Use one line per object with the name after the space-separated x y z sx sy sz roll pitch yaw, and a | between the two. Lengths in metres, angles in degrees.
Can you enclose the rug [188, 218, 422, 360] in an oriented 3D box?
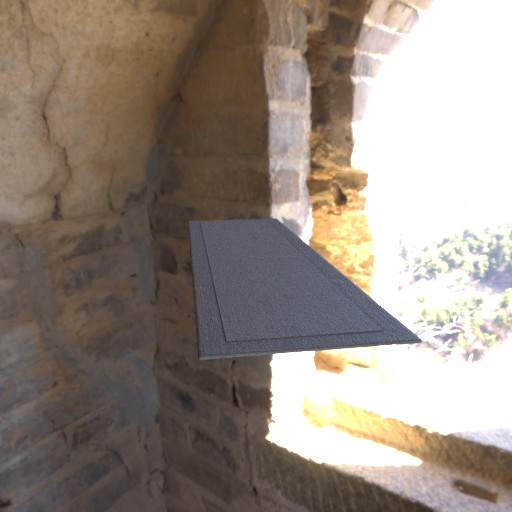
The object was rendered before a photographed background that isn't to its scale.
0.000 0.000 2.604 0.759 0.012 2.430 -2 15 -9 | rug
